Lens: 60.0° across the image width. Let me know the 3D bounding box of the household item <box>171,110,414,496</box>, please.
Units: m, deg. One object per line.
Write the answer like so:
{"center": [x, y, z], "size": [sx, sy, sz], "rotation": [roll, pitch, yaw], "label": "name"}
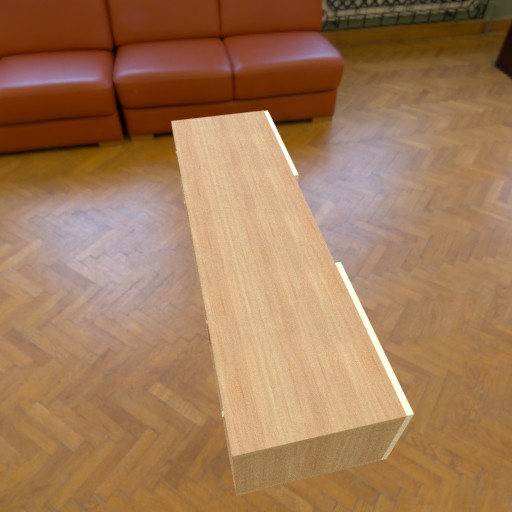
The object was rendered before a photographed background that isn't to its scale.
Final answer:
{"center": [0.000, 0.000, 1.552], "size": [0.420, 0.310, 1.400], "rotation": [-9, 48, -9], "label": "household item"}
